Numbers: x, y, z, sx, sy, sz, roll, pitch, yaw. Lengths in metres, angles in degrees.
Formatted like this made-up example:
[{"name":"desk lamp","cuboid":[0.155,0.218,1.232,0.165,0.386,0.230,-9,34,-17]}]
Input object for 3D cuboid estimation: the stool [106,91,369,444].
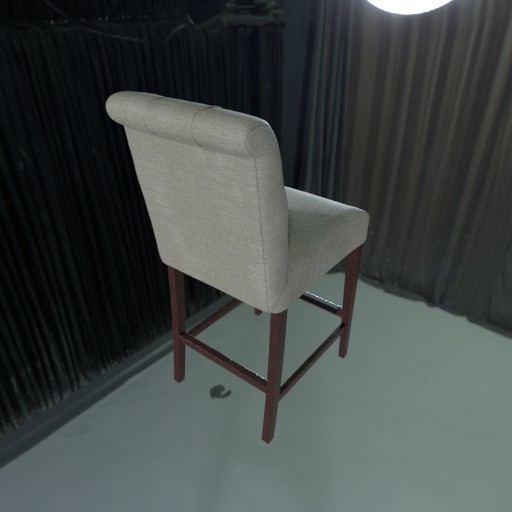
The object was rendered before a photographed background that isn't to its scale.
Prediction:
[{"name":"stool","cuboid":[0.000,0.000,1.465,0.486,1.084,0.660,22,38,32]}]
